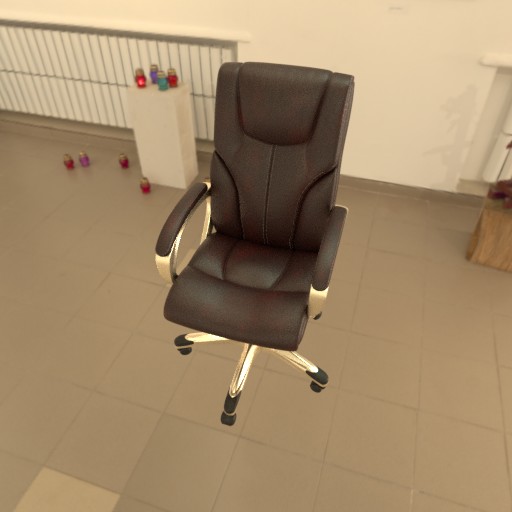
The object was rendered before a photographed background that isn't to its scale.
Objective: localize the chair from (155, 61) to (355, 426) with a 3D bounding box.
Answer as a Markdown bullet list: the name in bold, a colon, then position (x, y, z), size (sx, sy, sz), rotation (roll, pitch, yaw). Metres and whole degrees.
- **chair**: position (0.000, 0.000, 1.579), size (0.662, 1.107, 0.739), rotation (12, 42, 13)
